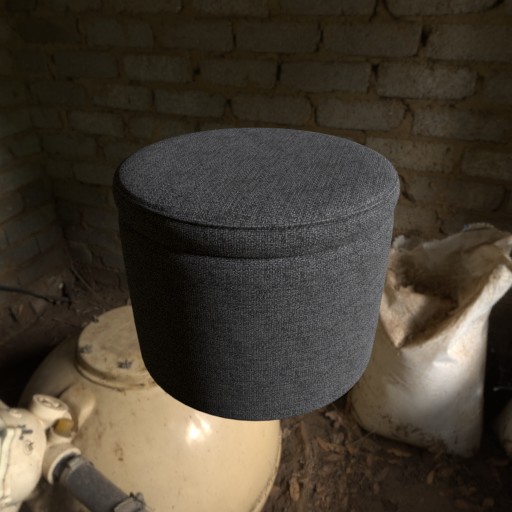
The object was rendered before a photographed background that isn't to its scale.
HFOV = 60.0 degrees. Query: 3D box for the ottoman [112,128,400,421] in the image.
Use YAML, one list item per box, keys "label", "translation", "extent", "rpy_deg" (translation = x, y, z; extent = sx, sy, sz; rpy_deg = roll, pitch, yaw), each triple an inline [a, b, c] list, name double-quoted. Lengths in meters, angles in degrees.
- label: "ottoman"
  translation: [0.000, 0.000, 0.916]
  extent: [0.520, 0.430, 0.520]
  rpy_deg: [0, 30, 0]
